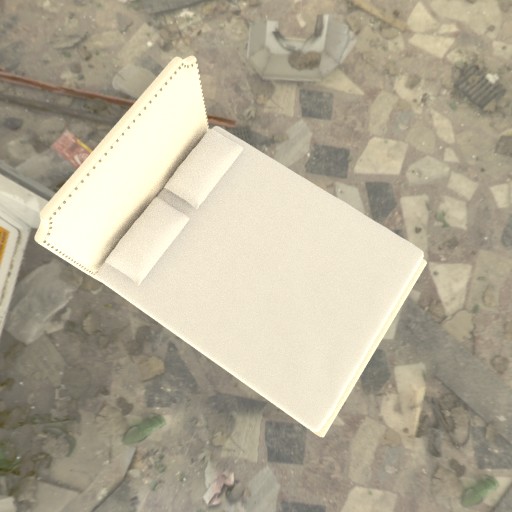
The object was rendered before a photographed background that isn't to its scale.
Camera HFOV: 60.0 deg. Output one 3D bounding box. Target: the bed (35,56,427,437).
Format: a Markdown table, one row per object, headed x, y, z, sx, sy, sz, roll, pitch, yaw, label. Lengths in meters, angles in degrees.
| x | y | z | sx | sy | sz | roll | pitch | yaw | label |
| --- | --- | --- | --- | --- | --- | --- | --- | --- | --- |
| 0.000 | 0.000 | 3.448 | 2.372 | 1.497 | 1.712 | 33 | 77 | 9 | bed |
